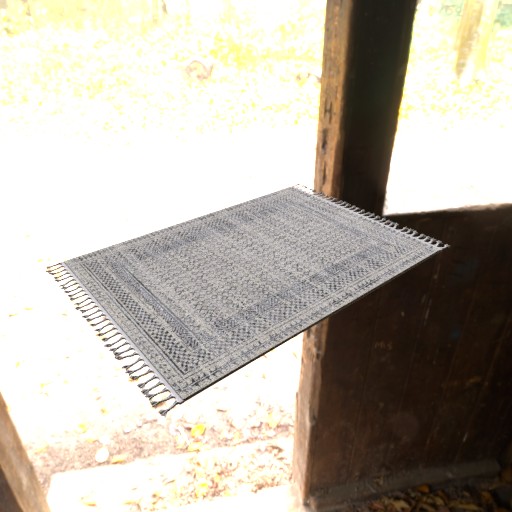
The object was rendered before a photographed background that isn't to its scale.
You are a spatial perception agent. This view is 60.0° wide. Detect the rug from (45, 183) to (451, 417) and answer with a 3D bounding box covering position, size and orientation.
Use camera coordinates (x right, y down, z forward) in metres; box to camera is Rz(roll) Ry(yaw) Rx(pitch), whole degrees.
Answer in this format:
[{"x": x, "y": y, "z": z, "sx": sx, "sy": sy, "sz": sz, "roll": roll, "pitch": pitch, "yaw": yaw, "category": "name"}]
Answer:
[{"x": 0.000, "y": 0.000, "z": 2.409, "sx": 1.872, "sy": 0.013, "sz": 1.243, "roll": -23, "pitch": 38, "yaw": -33, "category": "rug"}]
